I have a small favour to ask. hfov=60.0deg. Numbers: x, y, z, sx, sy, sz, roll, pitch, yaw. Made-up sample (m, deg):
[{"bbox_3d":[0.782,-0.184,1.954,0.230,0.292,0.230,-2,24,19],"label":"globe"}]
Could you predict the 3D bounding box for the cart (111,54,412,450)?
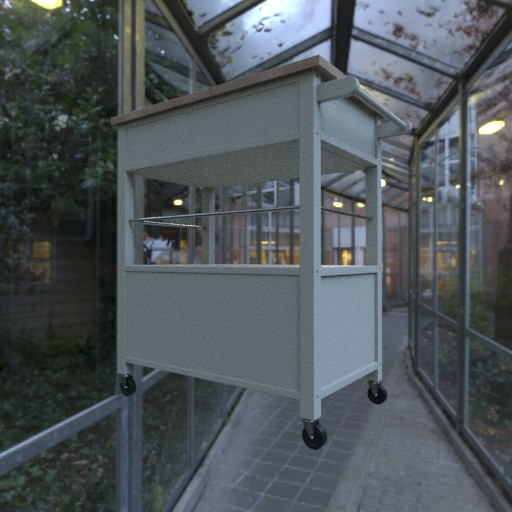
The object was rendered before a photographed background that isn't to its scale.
[{"bbox_3d":[0.000,0.000,1.380,0.840,0.901,0.459,0,-1,36],"label":"cart"}]
